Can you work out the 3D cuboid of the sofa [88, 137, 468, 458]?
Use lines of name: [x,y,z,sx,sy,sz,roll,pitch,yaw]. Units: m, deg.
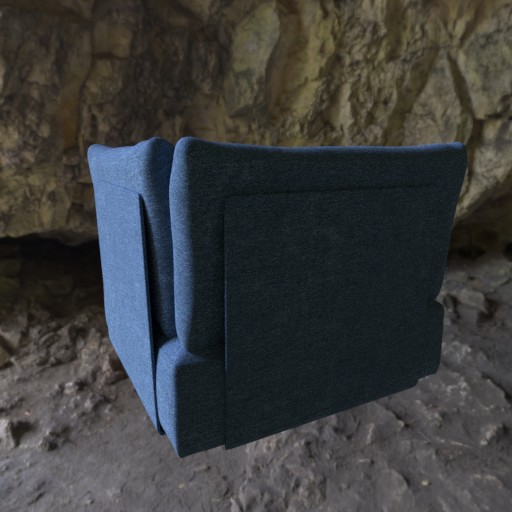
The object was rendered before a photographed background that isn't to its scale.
sofa: [0.000,0.000,1.646,1.000,0.820,1.000,-7,15,-27]
